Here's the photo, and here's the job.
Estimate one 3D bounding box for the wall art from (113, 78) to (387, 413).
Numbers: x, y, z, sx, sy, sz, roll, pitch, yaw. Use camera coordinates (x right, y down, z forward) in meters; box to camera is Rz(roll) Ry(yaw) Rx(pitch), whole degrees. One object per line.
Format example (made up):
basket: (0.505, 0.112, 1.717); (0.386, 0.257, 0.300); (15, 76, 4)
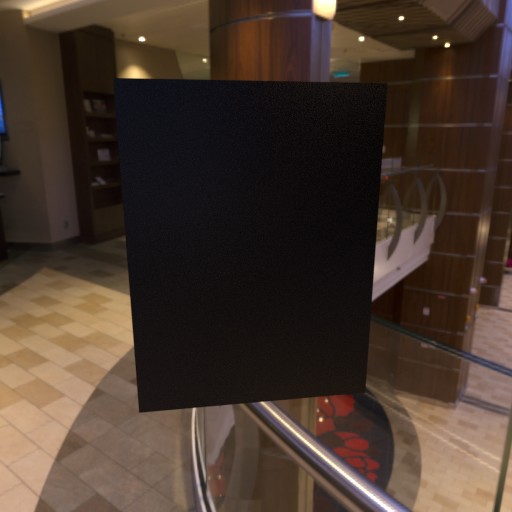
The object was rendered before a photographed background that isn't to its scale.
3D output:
wall art: (0.000, 0.000, 0.788); (0.442, 0.582, 0.013); (-2, 15, -8)
